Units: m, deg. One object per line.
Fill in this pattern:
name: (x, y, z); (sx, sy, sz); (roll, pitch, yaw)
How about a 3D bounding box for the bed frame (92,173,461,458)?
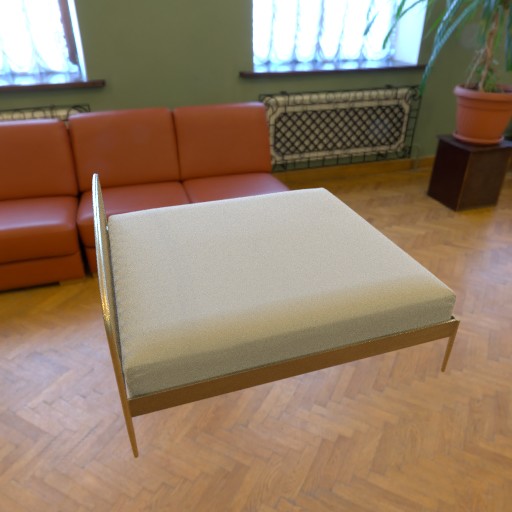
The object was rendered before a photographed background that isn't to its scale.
bed frame: (0.000, 0.000, 3.354); (2.152, 1.174, 2.016); (-10, 32, -16)
